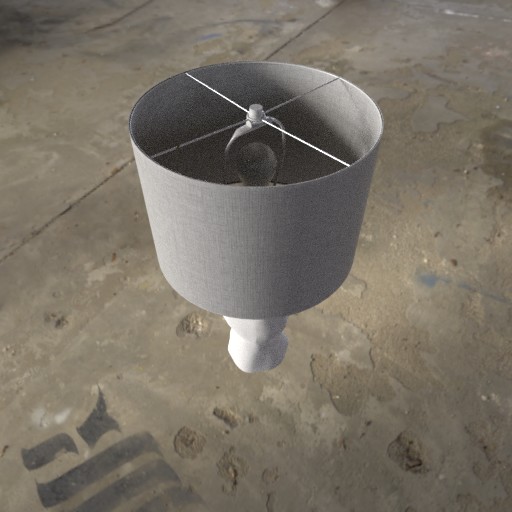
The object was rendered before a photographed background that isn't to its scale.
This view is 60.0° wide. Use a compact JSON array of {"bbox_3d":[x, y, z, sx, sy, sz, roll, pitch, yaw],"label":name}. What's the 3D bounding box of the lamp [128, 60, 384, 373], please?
[{"bbox_3d":[0.000,0.000,0.703,0.298,0.503,0.298,-32,53,-27],"label":"lamp"}]
